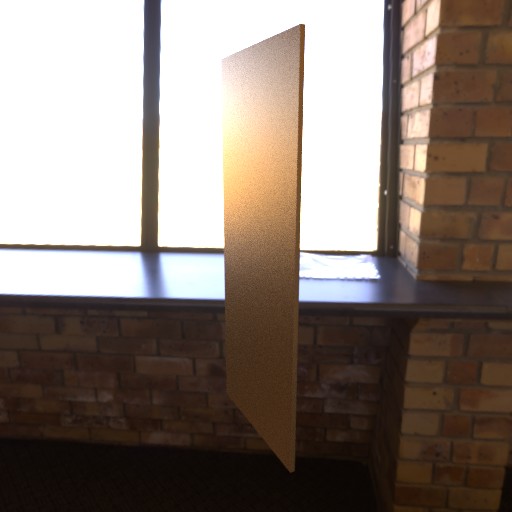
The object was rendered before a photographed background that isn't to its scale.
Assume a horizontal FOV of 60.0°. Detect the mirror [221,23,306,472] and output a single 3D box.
[{"bbox_3d":[0.000,0.000,2.310,0.025,2.031,0.812,-7,16,-26],"label":"mirror"}]
